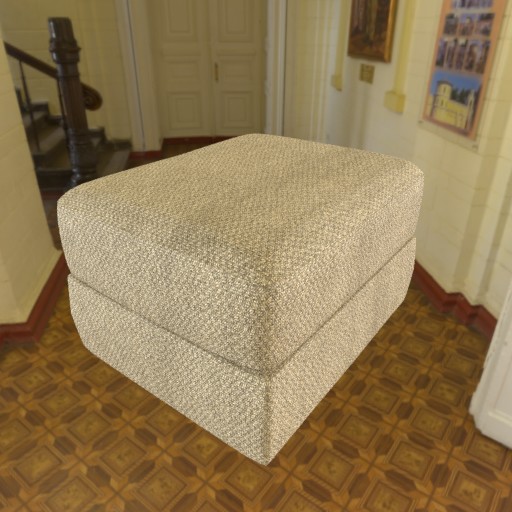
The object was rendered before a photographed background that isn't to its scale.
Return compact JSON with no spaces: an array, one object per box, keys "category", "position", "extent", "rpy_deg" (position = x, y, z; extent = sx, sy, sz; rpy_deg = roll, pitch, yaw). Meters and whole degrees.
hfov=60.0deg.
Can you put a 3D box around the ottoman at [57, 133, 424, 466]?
[{"category":"ottoman","position":[0.000,0.000,1.137],"extent":[0.603,0.476,0.751],"rpy_deg":[20,34,32]}]
